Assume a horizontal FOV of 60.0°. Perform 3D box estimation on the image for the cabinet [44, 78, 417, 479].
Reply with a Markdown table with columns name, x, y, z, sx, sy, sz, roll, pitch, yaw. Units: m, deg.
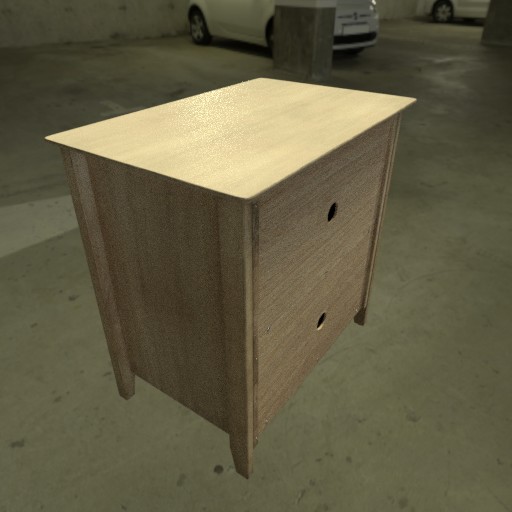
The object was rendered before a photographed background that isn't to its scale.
| name | x | y | z | sx | sy | sz | roll | pitch | yaw |
| --- | --- | --- | --- | --- | --- | --- | --- | --- | --- |
| cabinet | 0.000 | 0.000 | 1.220 | 0.503 | 0.762 | 0.763 | 21 | 38 | 29 |
